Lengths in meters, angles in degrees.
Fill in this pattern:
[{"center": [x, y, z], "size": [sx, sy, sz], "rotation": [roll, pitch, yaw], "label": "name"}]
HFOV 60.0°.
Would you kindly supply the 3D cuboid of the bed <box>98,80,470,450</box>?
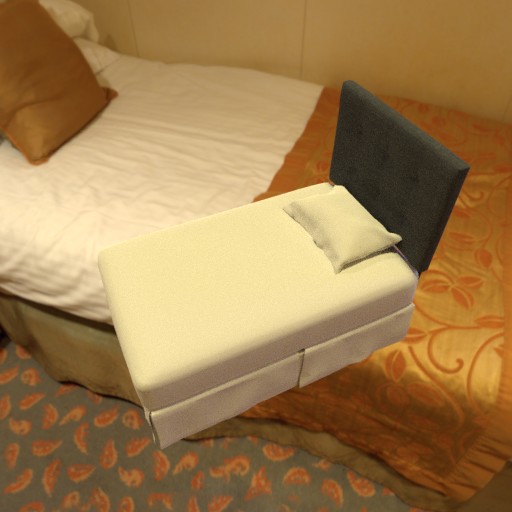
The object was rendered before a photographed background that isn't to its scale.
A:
[{"center": [0.000, 0.000, 2.945], "size": [1.997, 1.571, 1.261], "rotation": [-18, 49, -17], "label": "bed"}]
